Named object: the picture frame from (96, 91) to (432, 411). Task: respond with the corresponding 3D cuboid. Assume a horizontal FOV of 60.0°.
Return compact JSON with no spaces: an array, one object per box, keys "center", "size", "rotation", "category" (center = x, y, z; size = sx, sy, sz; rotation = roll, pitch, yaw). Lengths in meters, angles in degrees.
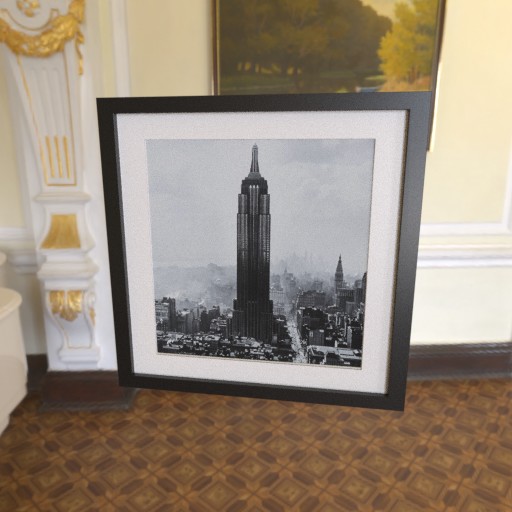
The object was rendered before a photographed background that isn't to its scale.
[{"center":[0.000,0.000,0.517],"size":[0.355,0.353,0.029],"rotation":[2,14,9],"category":"picture frame"}]
